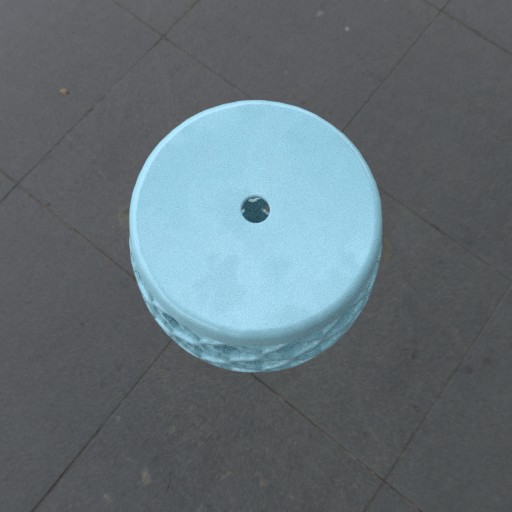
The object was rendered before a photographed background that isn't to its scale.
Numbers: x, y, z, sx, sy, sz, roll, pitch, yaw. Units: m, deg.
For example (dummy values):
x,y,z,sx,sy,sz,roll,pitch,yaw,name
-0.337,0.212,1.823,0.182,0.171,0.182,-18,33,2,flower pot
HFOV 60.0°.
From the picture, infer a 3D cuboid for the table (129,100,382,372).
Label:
x,y,z,sx,sy,sz,roll,pitch,yaw,name
0.000,0.000,0.640,0.325,0.388,0.325,0,76,0,table
